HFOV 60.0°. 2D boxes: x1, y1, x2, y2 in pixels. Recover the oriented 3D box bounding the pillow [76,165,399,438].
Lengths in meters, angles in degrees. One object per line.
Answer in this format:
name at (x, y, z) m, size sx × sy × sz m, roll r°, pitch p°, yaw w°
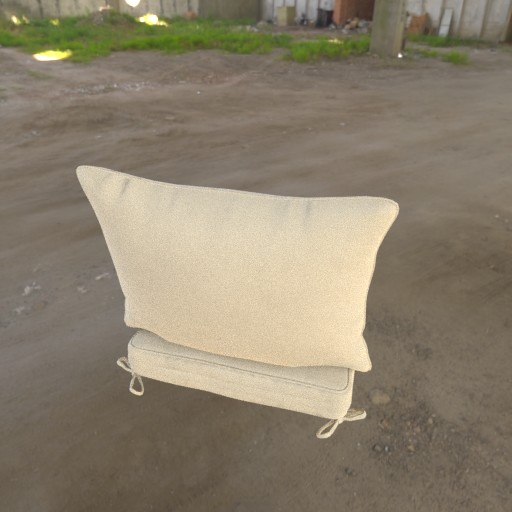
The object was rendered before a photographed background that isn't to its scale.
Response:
pillow at (0.000, 0.000, 1.406) m, size 0.798 × 0.716 × 0.733 m, roll 8°, pitch 32°, yaw 14°
